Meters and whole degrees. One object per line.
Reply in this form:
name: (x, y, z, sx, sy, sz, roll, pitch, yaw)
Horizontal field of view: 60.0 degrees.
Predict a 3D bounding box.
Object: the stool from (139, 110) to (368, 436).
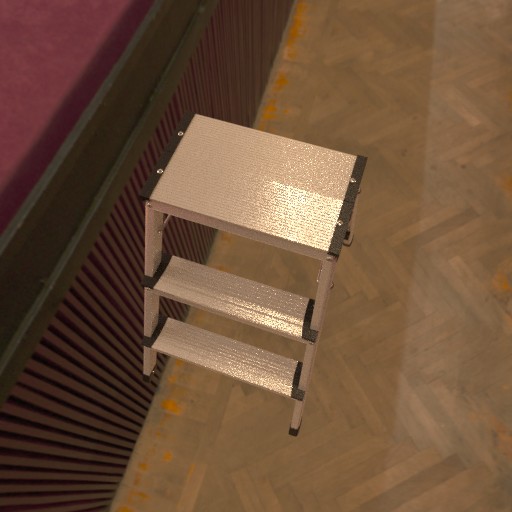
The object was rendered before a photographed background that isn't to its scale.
stool: (0.000, 0.000, 1.026, 0.437, 0.605, 0.622, 17, 64, 9)
